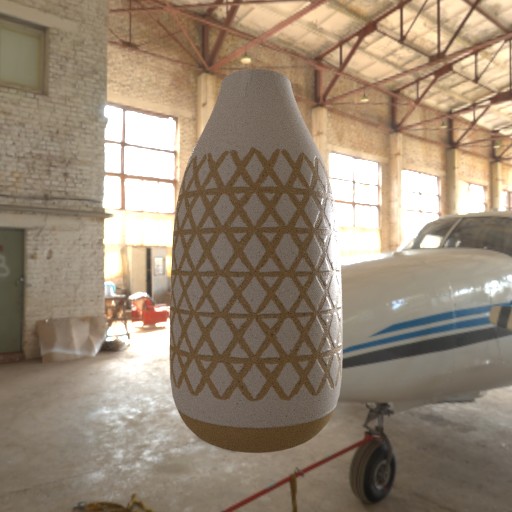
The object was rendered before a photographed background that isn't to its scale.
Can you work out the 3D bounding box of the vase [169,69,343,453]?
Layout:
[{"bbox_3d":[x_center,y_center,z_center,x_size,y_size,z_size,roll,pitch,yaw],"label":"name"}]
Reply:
[{"bbox_3d":[0.000,0.000,0.485,0.186,0.380,0.186,0,-1,0],"label":"vase"}]
